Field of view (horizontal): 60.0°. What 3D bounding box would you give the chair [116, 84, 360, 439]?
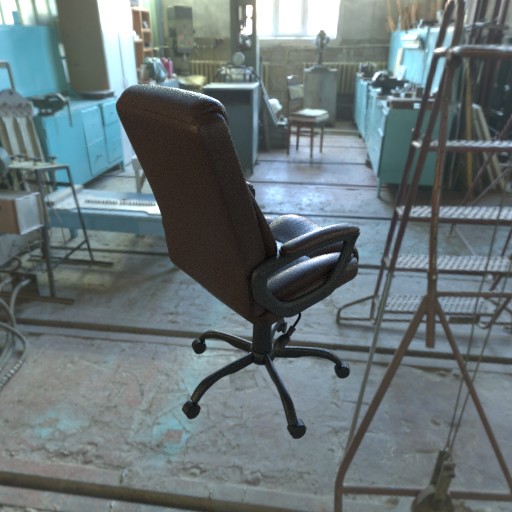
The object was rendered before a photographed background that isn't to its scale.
[{"bbox_3d":[0.000,0.000,1.458,0.655,1.072,0.615,-19,32,-33],"label":"chair"}]
